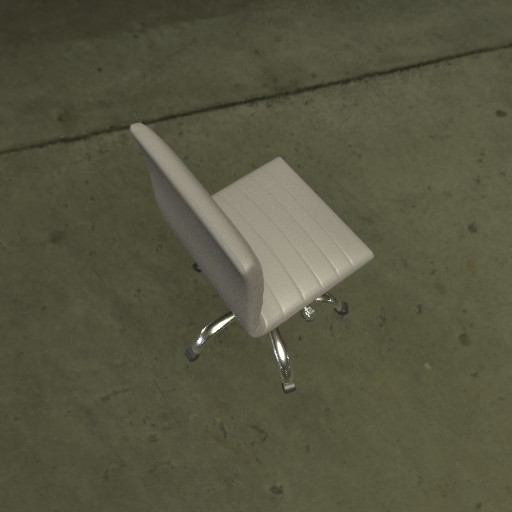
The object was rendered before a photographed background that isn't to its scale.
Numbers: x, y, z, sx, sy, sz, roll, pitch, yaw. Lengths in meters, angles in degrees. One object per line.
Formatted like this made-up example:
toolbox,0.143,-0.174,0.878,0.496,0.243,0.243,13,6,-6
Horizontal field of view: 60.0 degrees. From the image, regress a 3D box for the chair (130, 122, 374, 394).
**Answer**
chair,0.000,0.000,1.140,0.530,0.780,0.556,-32,65,-17
